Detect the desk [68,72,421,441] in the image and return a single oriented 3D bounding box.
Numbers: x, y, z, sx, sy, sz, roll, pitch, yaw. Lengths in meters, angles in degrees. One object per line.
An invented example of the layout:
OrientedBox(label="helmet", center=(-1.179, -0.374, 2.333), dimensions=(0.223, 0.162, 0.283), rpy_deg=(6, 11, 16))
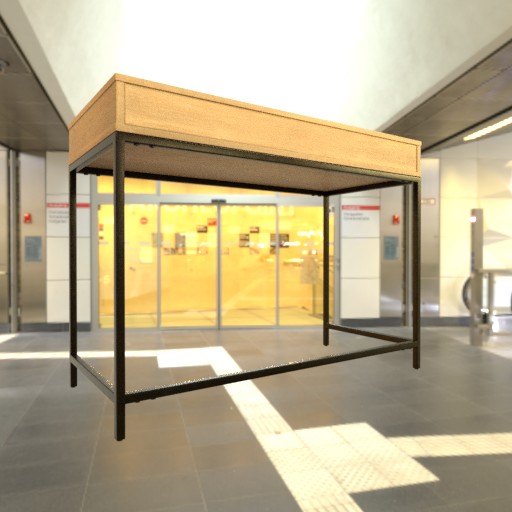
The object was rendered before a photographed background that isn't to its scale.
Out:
OrientedBox(label="desk", center=(0.000, 0.000, 1.392), dimensions=(1.016, 0.762, 0.470), rpy_deg=(0, 1, -34))
